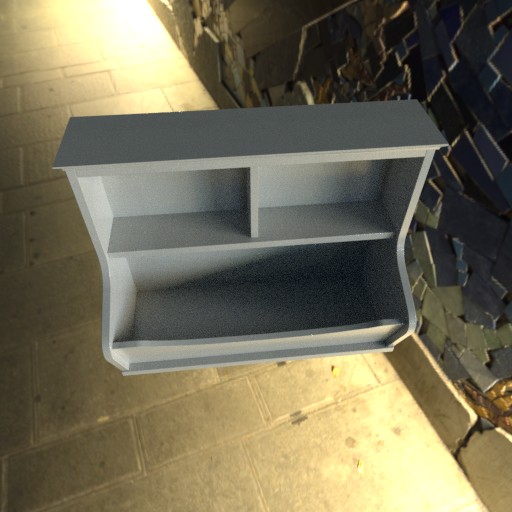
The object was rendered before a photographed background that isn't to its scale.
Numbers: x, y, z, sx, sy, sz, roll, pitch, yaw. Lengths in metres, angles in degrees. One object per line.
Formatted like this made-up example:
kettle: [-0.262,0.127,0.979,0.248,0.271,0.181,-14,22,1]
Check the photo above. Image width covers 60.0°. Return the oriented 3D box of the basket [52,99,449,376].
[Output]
basket: [0.000,0.000,1.094,0.780,0.600,0.350,-4,47,-4]
